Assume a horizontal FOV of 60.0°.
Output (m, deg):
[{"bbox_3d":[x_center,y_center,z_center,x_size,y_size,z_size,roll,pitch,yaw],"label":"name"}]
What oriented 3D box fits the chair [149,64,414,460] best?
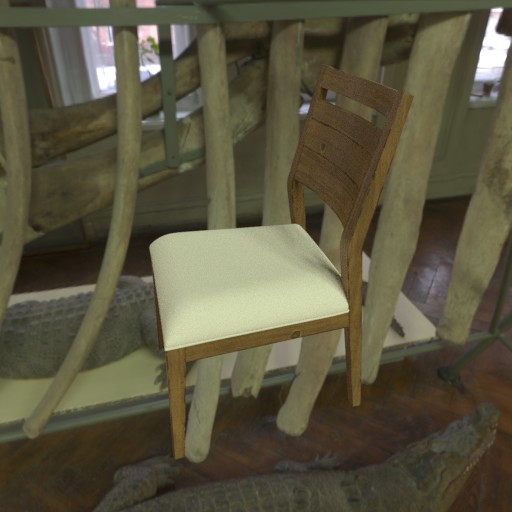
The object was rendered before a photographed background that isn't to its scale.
[{"bbox_3d":[0.000,0.000,1.261,0.610,0.939,0.497,-8,32,-13],"label":"chair"}]
